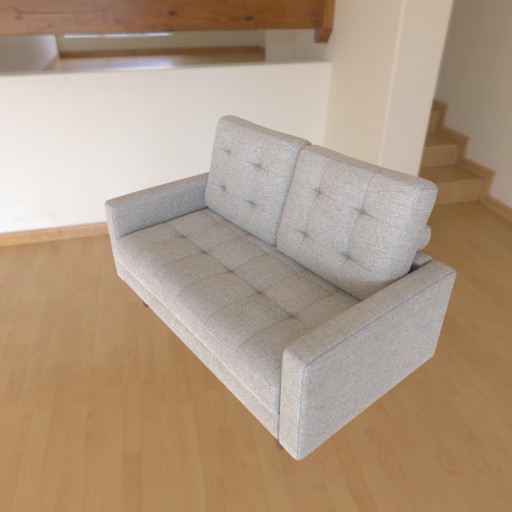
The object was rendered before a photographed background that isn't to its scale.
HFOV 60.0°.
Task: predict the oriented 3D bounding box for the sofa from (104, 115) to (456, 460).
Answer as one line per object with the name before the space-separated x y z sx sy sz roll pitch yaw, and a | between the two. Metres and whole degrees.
sofa | 0.000 0.000 1.940 0.842 0.907 1.407 -23 38 -32
